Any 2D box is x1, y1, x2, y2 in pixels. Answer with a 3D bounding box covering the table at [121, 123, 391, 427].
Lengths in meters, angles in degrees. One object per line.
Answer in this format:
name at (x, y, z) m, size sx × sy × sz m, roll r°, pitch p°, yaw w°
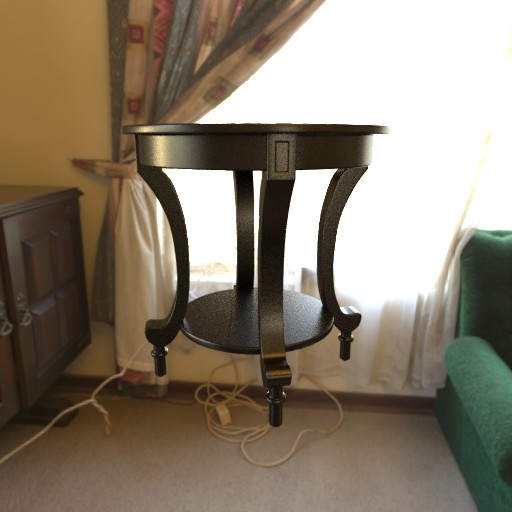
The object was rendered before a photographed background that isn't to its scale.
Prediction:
table at (0.000, 0.000, 1.103) m, size 0.597 × 0.618 × 0.597 m, roll 0°, pitch 15°, yaw 0°
